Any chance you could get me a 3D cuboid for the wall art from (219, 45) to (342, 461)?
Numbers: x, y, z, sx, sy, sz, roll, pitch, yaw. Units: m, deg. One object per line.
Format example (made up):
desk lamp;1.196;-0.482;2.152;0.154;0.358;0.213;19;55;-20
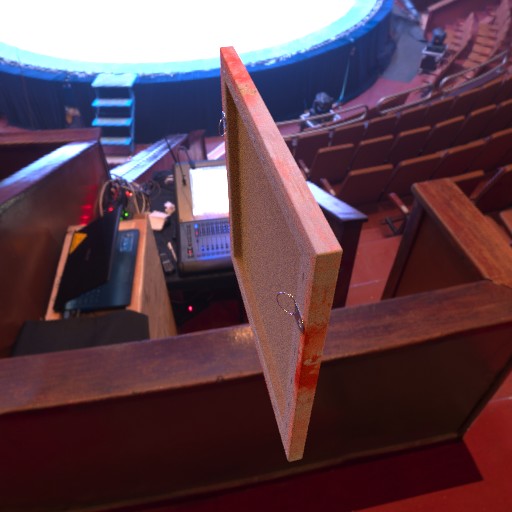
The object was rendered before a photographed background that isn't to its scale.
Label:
wall art;0.000;0.000;1.109;0.064;0.746;0.747;-10;46;-9
